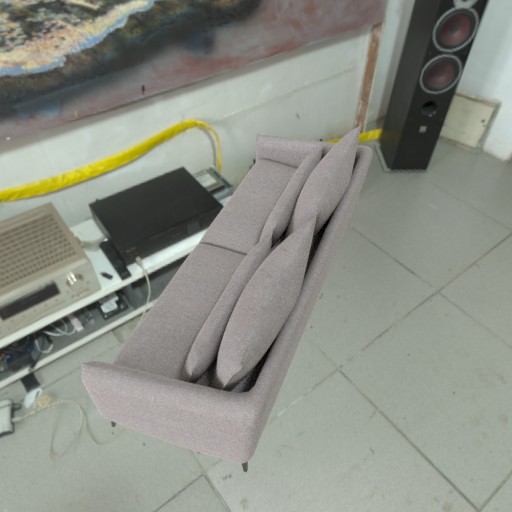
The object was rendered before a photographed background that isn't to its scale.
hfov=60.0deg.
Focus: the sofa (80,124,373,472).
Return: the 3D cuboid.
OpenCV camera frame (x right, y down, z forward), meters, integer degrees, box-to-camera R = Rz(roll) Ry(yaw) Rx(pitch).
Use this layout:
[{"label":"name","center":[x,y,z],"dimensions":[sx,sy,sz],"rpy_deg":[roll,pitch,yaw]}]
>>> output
[{"label":"sofa","center":[0.000,0.000,2.434],"dimensions":[0.809,0.833,2.022],"rpy_deg":[17,49,15]}]
